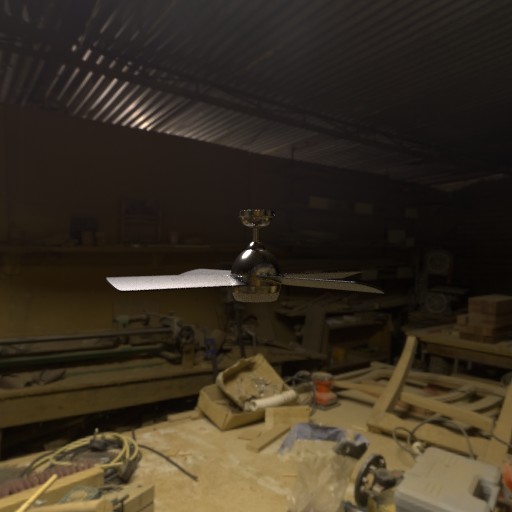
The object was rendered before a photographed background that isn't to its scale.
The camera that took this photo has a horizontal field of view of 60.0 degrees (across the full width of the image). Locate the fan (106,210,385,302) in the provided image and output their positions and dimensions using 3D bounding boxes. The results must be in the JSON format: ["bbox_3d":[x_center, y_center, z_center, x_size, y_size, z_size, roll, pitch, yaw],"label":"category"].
[{"bbox_3d":[0.000,0.000,2.023,1.332,0.403,1.332,0,1,-36],"label":"fan"}]
